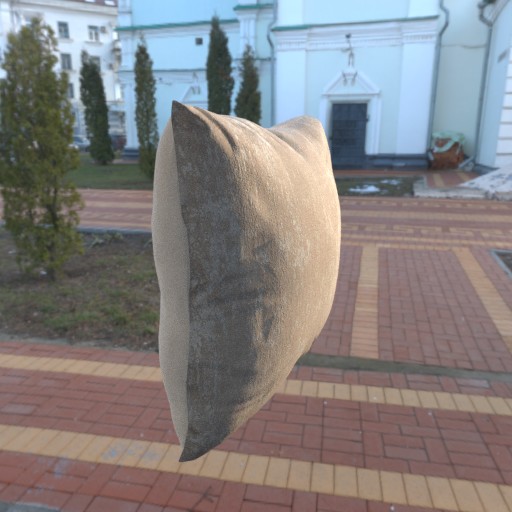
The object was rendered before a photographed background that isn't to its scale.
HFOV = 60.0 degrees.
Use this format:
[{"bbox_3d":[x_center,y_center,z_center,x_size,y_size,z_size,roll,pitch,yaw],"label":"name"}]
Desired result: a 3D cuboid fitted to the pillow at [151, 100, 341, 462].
[{"bbox_3d":[0.000,0.000,0.712,0.245,0.448,0.450,8,17,26],"label":"pillow"}]
